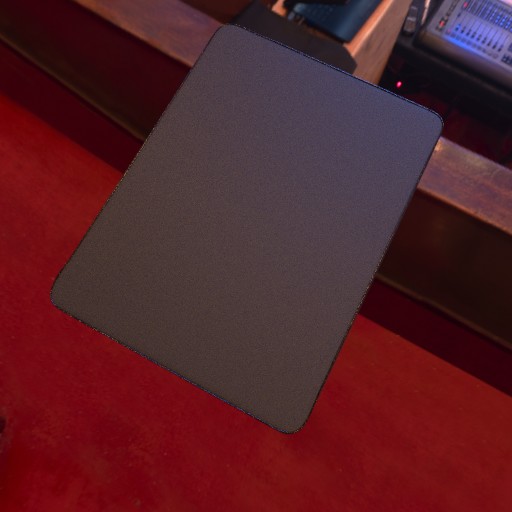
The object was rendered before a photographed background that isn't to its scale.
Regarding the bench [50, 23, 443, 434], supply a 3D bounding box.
[{"bbox_3d":[0.000,0.000,0.763,0.321,0.500,0.424,27,77,6],"label":"bench"}]
